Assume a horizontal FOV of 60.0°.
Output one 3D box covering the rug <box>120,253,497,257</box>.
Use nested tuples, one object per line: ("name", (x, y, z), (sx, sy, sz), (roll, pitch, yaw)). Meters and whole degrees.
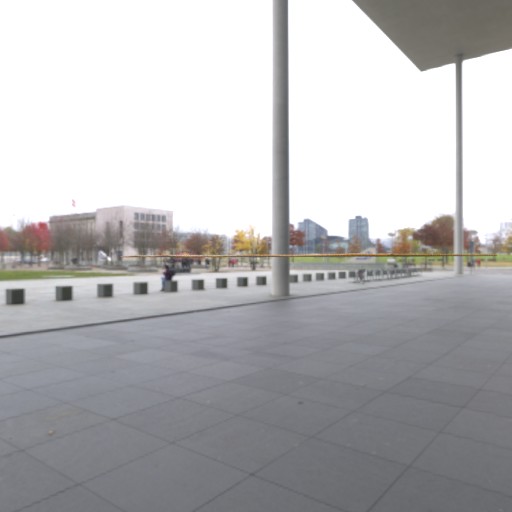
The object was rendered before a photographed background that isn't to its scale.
("rug", (0.000, 0.000, 2.486), (0.704, 0.014, 2.294), (0, 0, -37))
